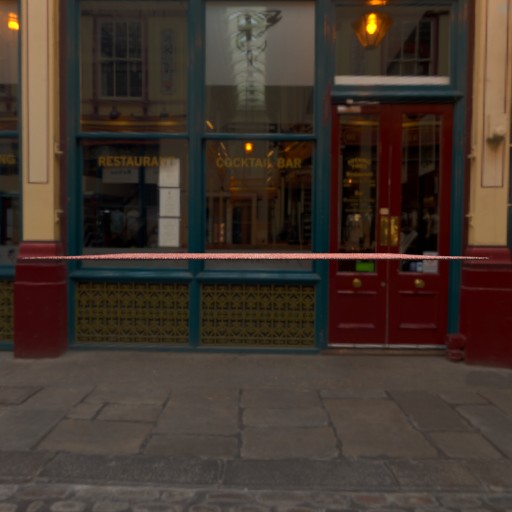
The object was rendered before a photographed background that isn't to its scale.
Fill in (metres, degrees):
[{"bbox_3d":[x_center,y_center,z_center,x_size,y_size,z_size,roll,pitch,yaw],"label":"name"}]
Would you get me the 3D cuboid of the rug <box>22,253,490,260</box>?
[{"bbox_3d":[0.000,0.000,5.151,3.965,0.025,2.803,0,1,0],"label":"rug"}]
